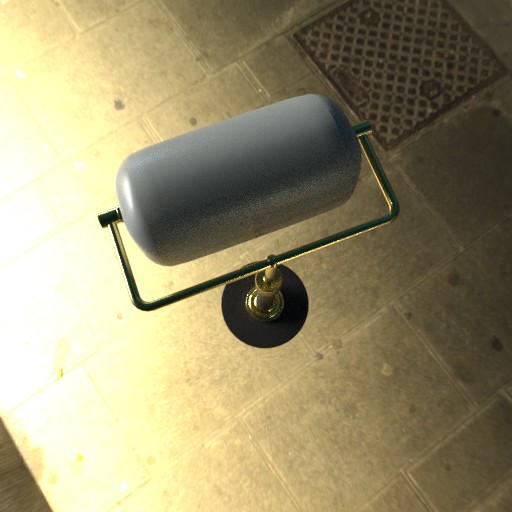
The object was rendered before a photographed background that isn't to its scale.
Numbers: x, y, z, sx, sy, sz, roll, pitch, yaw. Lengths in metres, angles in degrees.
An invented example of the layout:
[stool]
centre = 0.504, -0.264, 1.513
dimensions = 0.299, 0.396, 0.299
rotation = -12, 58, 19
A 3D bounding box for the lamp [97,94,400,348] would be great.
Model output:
[lamp]
centre = 0.000, 0.000, 0.556
dimensions = 0.269, 0.404, 0.227
rotation = -20, 78, -4
